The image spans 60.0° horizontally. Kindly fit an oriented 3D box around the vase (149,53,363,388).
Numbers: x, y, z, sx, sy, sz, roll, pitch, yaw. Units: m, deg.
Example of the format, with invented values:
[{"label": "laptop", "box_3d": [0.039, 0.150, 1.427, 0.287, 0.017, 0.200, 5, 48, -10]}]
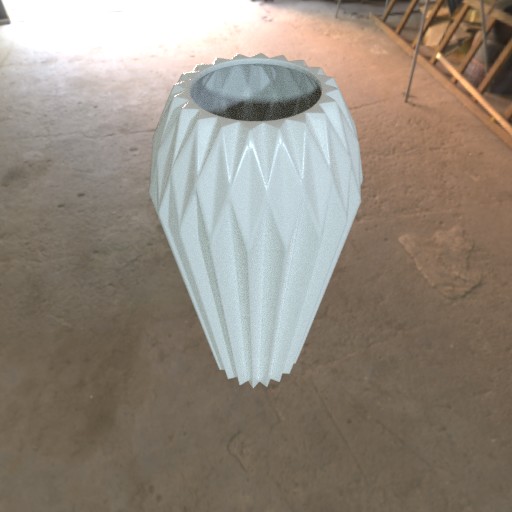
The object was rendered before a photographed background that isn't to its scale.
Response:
[{"label": "vase", "box_3d": [0.000, 0.000, 0.331, 0.133, 0.263, 0.133, 0, 47, 0]}]
